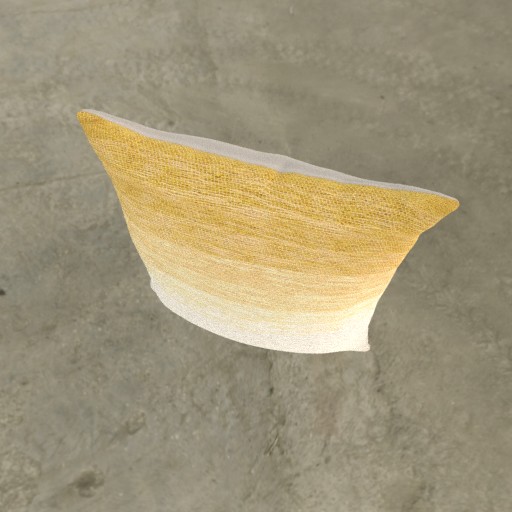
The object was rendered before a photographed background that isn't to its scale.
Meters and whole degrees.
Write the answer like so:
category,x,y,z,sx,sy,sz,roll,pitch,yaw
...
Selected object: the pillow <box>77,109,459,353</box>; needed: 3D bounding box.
category,x,y,z,sx,sy,sz,roll,pitch,yaw
pillow,0.000,0.000,0.685,0.450,0.450,0.211,15,60,9
